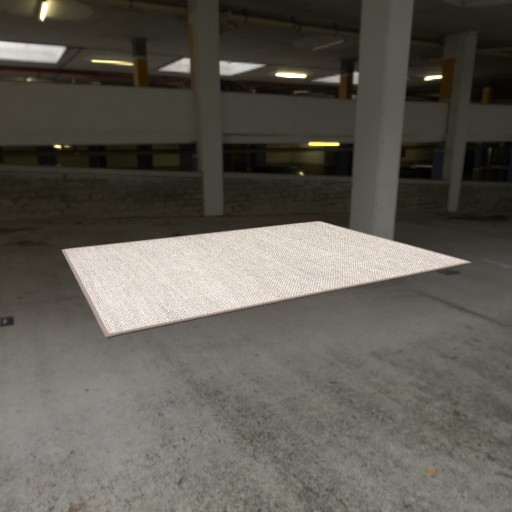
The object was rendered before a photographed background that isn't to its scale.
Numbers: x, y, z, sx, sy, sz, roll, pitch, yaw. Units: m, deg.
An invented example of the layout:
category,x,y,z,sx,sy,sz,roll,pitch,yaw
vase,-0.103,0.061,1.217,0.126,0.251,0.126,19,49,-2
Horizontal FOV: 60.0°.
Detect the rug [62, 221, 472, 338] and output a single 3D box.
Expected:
category,x,y,z,sx,sy,sz,roll,pitch,yaw
rug,0.000,0.000,2.789,2.115,0.013,1.517,-8,17,-28
